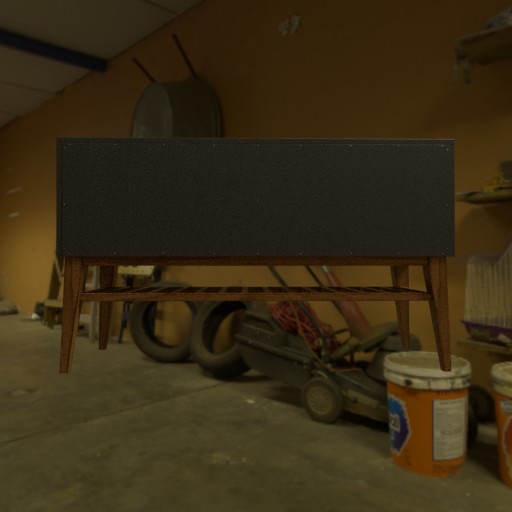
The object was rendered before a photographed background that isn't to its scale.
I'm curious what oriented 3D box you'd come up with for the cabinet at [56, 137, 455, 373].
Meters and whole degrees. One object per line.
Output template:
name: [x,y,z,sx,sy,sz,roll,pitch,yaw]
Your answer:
cabinet: [0.000,0.000,1.752,1.363,0.802,0.477,0,-1,-1]
